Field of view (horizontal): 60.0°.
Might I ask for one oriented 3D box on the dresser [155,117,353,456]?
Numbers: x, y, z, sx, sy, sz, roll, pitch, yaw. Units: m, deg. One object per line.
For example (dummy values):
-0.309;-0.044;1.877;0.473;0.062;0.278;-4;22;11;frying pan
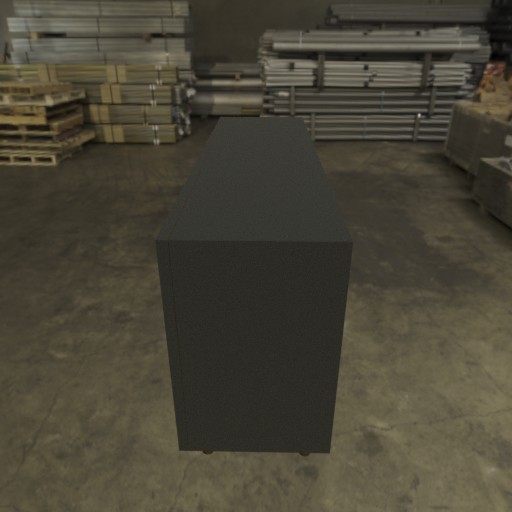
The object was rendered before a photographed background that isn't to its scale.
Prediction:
0.000;0.000;1.874;0.463;0.872;1.558;1;27;1;dresser
